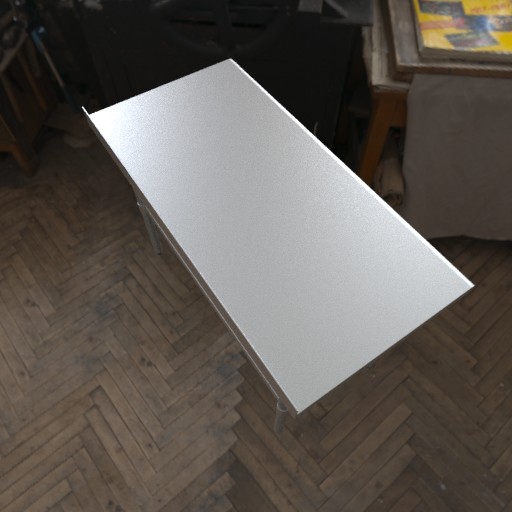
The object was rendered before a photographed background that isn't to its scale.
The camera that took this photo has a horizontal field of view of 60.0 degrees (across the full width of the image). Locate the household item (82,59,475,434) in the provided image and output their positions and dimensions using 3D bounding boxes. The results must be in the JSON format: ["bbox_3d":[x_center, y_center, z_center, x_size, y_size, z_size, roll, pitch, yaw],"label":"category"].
[{"bbox_3d":[0.000,0.000,1.694,0.610,0.851,1.219,-30,62,-18],"label":"household item"}]
